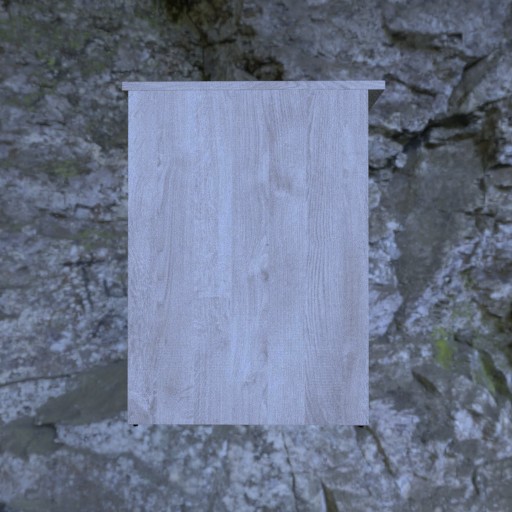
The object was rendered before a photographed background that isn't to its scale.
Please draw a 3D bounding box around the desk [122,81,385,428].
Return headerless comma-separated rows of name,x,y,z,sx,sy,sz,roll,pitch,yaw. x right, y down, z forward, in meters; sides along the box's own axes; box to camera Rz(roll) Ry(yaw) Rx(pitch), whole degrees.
desk,0.000,0.000,1.488,0.560,0.735,1.097,0,0,1
